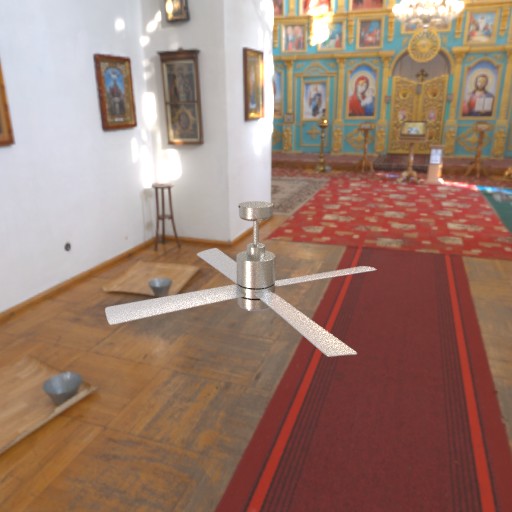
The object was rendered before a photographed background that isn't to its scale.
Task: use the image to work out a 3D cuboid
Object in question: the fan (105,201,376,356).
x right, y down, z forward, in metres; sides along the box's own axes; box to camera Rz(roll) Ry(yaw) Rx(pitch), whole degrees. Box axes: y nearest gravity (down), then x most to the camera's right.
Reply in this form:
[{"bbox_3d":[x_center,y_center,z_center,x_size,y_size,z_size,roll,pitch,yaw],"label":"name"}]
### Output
[{"bbox_3d":[0.000,0.000,2.292,1.525,0.539,1.525,-8,19,-24],"label":"fan"}]
